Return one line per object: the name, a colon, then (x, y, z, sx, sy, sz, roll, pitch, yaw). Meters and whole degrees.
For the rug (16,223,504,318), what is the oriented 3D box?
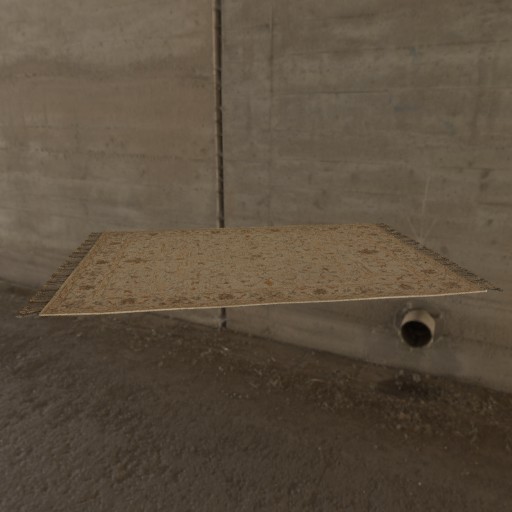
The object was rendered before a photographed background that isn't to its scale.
rug: (0.000, 0.000, 2.234, 1.861, 0.017, 1.218, -2, 17, -7)
